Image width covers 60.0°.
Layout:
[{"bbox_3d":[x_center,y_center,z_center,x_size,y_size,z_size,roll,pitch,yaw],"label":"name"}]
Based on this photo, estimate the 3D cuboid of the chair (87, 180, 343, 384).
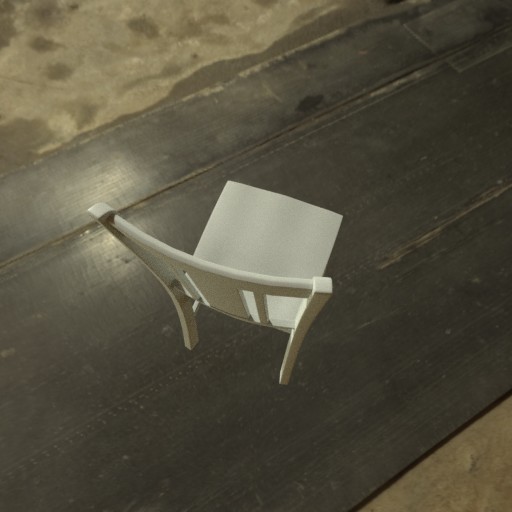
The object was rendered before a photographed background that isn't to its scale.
[{"bbox_3d":[0.000,0.000,1.297,0.450,0.998,0.555,18,65,9],"label":"chair"}]
